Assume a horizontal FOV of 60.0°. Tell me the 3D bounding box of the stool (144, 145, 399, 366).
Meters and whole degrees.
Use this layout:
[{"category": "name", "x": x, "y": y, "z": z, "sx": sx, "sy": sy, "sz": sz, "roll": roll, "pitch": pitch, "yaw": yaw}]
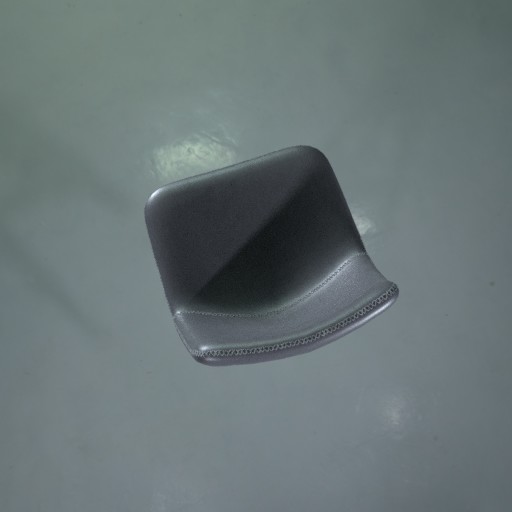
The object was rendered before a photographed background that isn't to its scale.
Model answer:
[{"category": "stool", "x": 0.000, "y": 0.000, "z": 1.174, "sx": 0.470, "sy": 0.876, "sz": 0.546, "roll": -18, "pitch": 77, "yaw": -4}]
